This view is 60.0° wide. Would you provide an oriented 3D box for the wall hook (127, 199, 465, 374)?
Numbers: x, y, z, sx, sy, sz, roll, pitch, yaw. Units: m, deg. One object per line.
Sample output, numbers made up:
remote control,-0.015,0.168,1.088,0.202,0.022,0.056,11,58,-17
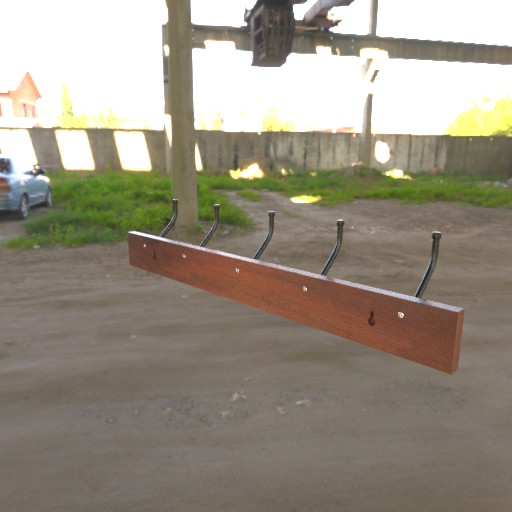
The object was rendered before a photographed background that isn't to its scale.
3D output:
wall hook,0.000,0.000,0.609,0.071,0.117,0.571,-13,18,-43
